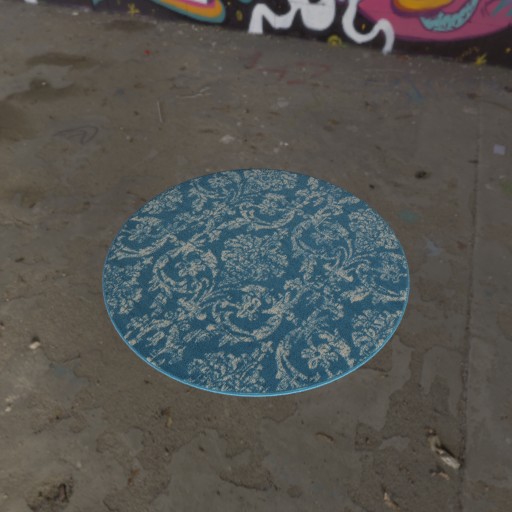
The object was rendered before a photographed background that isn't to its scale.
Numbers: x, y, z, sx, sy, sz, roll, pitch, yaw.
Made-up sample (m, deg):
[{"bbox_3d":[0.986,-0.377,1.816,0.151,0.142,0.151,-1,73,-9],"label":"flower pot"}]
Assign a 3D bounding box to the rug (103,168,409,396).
[{"bbox_3d":[0.000,0.000,2.365,1.593,0.012,1.593,0,46,0],"label":"rug"}]
